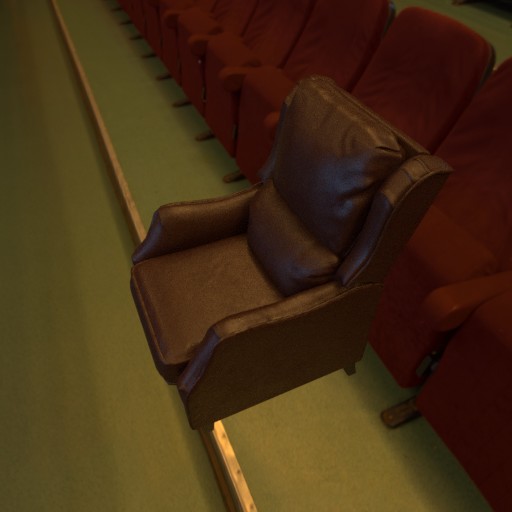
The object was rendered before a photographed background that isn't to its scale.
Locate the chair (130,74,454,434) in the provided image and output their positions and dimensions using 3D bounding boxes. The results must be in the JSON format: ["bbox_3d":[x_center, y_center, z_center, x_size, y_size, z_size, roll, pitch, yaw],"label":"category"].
[{"bbox_3d":[0.000,0.000,1.755,0.982,1.132,0.770,-18,47,-17],"label":"chair"}]
